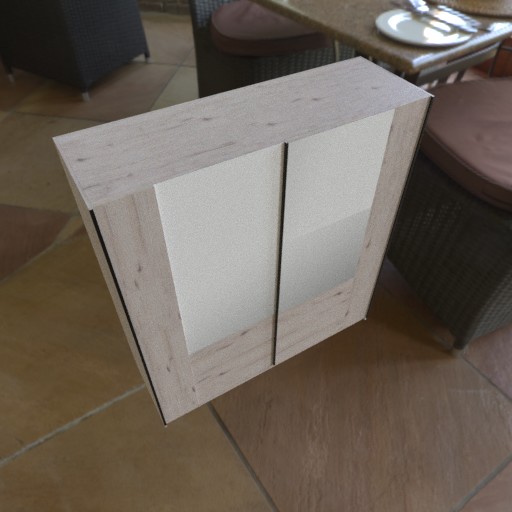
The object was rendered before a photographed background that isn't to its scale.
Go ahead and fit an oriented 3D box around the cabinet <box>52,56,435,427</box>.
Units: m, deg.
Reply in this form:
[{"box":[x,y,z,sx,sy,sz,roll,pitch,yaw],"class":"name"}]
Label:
[{"box":[0.000,0.000,3.176,2.000,2.180,0.660,-23,50,-21],"class":"cabinet"}]
